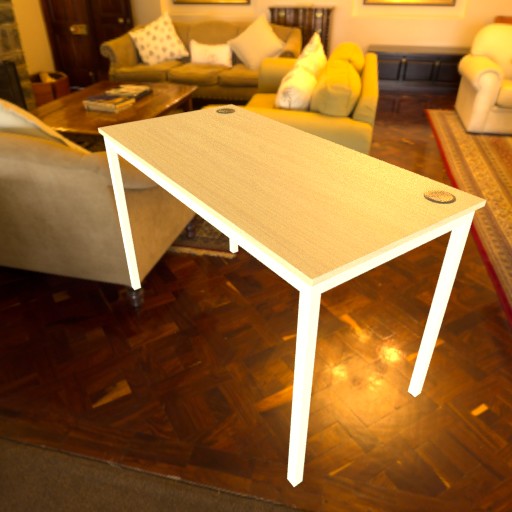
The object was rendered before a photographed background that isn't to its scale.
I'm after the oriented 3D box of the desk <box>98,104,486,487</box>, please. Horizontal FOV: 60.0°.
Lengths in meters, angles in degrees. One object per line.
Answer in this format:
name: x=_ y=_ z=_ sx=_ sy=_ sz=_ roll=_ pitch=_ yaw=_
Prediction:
desk: x=0.000 y=0.000 z=1.605 sx=0.600 sy=0.750 sz=1.200 roll=-21 pitch=38 yaw=-29
